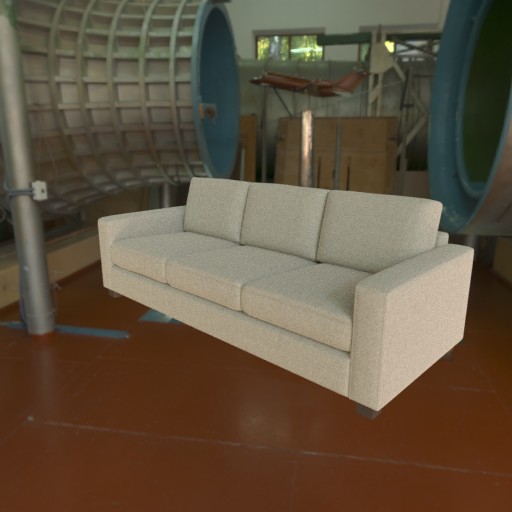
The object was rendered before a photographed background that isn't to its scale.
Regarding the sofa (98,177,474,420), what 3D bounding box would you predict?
[{"bbox_3d":[0.000,0.000,2.633,2.160,0.800,0.900,14,20,42],"label":"sofa"}]
